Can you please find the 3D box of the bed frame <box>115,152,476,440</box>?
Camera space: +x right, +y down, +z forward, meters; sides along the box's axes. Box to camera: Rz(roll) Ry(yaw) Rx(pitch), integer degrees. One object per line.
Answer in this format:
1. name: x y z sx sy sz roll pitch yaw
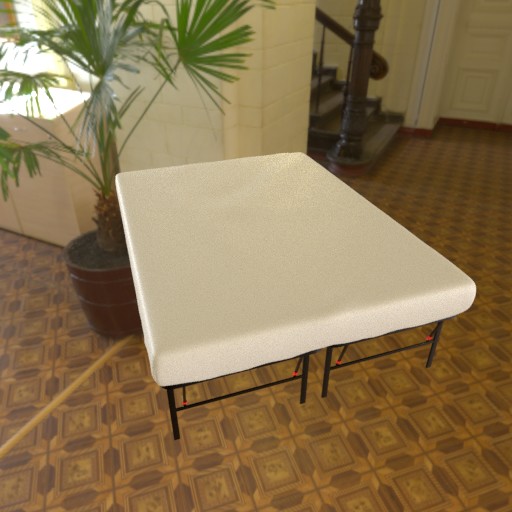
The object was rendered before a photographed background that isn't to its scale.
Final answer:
1. bed frame: 0.000 0.000 2.898 1.584 0.667 2.151 -10 33 -16
